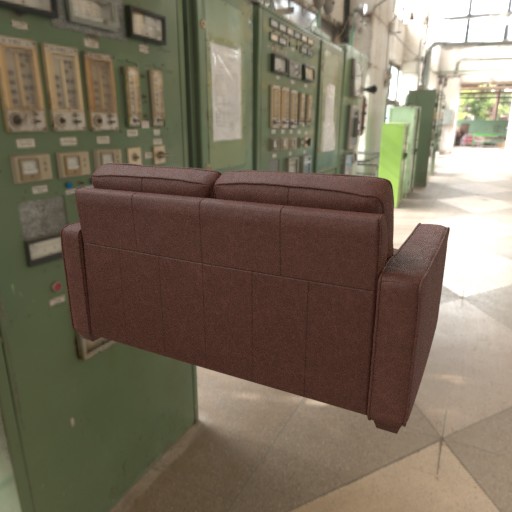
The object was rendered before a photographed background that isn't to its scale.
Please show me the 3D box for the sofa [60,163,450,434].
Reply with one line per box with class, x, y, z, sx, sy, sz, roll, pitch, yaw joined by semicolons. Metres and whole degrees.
sofa;0.000;0.000;2.216;1.709;0.918;0.947;9;19;26
